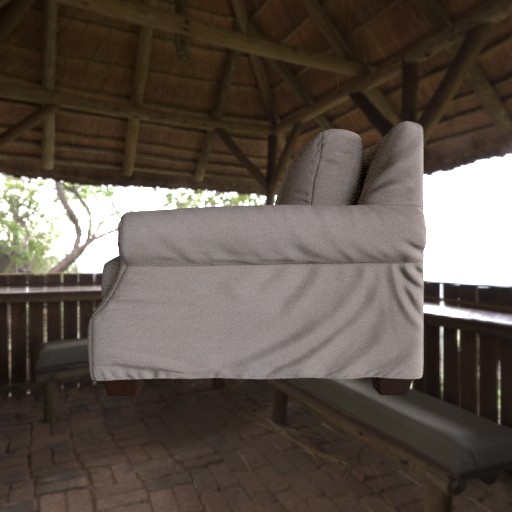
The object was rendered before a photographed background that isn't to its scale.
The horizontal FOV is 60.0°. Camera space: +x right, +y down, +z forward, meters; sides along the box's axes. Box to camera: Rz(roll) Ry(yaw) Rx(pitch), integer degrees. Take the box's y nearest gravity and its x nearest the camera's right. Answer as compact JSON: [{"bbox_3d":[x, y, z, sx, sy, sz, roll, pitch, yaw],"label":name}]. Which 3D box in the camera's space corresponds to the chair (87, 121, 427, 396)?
[{"bbox_3d":[0.000,0.000,1.744,1.066,0.866,0.940,0,0,-1],"label":"chair"}]
